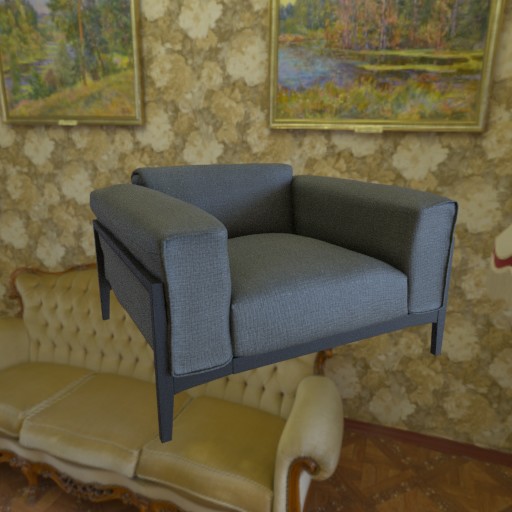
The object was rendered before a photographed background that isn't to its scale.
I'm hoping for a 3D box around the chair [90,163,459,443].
[{"bbox_3d":[0.000,0.000,1.678,1.056,0.646,0.969,-8,17,-27],"label":"chair"}]
